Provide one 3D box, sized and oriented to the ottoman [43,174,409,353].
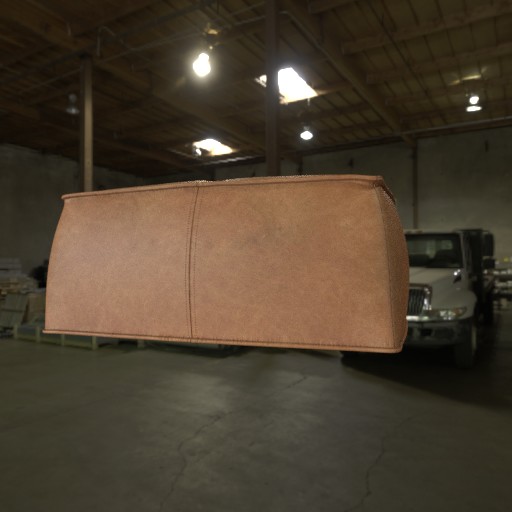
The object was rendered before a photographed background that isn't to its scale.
[{"bbox_3d":[0.000,0.000,1.381,0.901,0.395,0.902,0,-1,18],"label":"ottoman"}]
